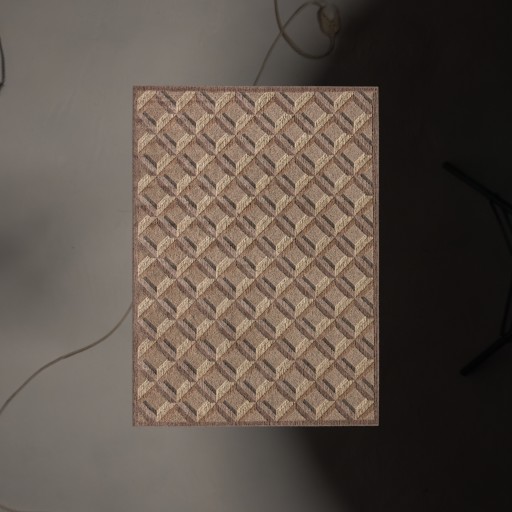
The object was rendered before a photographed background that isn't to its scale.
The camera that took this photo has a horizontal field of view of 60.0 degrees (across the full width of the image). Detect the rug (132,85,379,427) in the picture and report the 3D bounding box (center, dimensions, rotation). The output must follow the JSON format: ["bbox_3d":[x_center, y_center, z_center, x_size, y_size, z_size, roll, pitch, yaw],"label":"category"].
[{"bbox_3d":[0.000,0.000,4.286,2.382,0.018,3.294,0,90,-1],"label":"rug"}]
